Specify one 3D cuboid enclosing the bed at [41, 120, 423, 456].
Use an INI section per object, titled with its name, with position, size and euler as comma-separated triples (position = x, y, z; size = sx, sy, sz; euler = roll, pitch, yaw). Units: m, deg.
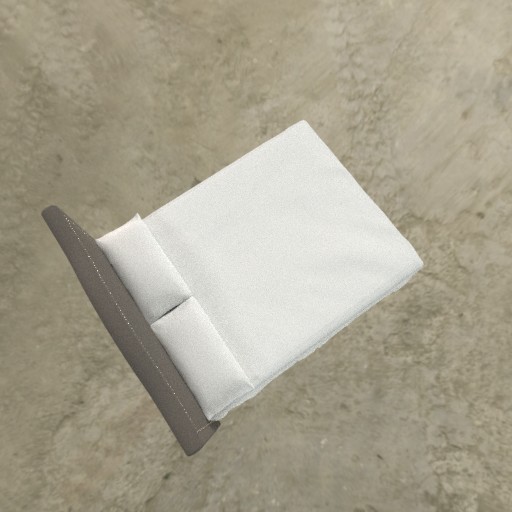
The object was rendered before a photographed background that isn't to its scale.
[bed]
position = 0.000, 0.000, 3.200
size = 2.036, 1.387, 1.666
euler = -34, 77, -9
